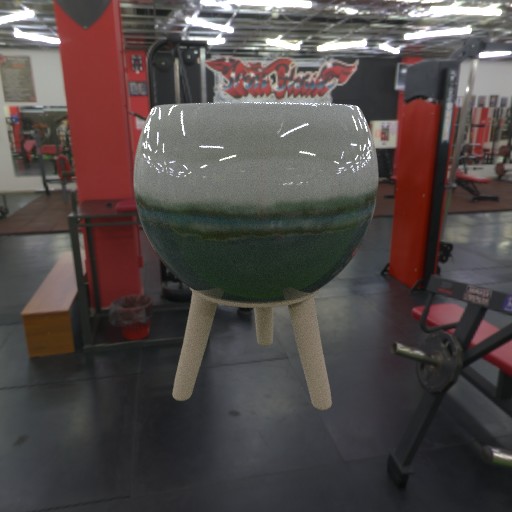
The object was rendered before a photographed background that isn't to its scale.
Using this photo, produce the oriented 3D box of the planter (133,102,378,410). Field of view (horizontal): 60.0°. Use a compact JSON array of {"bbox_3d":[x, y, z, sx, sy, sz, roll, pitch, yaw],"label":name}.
[{"bbox_3d":[0.000,0.000,0.436,0.222,0.278,0.222,0,17,0],"label":"planter"}]
